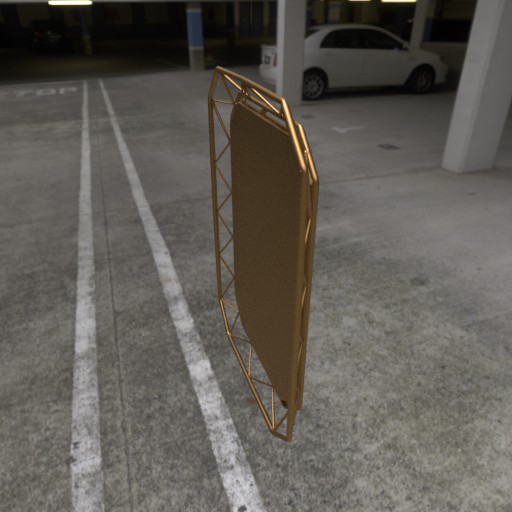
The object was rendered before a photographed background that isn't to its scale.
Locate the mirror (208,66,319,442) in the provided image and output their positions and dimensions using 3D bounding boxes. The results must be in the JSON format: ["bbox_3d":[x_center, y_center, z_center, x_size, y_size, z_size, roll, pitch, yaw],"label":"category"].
[{"bbox_3d":[0.000,0.000,0.745,0.042,0.566,0.417,-10,32,-17],"label":"mirror"}]
